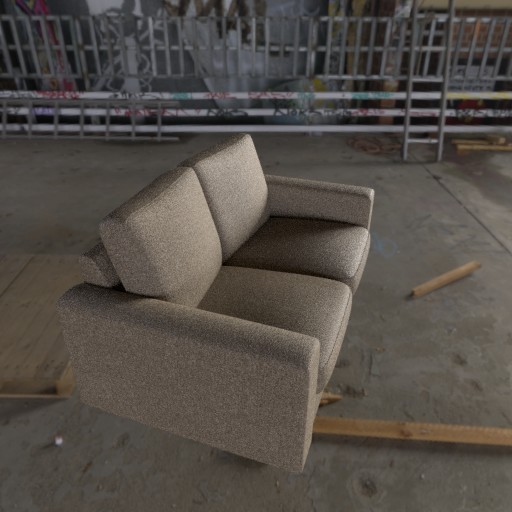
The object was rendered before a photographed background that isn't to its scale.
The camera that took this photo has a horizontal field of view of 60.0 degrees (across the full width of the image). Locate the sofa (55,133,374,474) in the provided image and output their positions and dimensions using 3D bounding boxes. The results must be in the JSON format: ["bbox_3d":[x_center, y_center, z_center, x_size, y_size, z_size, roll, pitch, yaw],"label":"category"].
[{"bbox_3d":[0.000,0.000,2.209,1.016,0.873,1.616,10,32,17],"label":"sofa"}]
